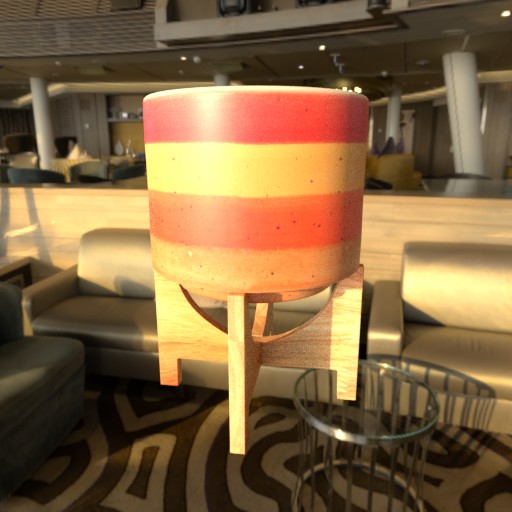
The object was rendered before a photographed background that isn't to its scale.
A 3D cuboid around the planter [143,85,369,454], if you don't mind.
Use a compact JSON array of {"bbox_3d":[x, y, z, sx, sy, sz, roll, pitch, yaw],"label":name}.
[{"bbox_3d":[0.000,0.000,0.565,0.269,0.379,0.269,0,14,0],"label":"planter"}]
